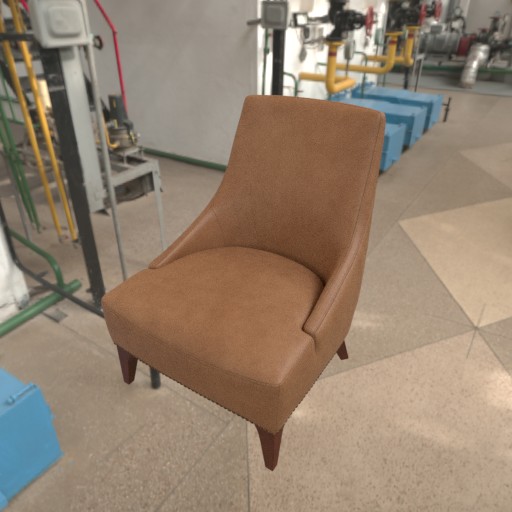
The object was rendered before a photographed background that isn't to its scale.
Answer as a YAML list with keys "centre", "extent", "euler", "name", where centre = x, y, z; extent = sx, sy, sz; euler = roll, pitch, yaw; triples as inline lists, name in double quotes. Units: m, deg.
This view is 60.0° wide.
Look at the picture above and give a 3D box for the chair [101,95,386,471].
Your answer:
- centre: [0.000, 0.000, 1.531]
  extent: [0.701, 0.909, 0.861]
  euler: [19, 35, 28]
  name: "chair"
